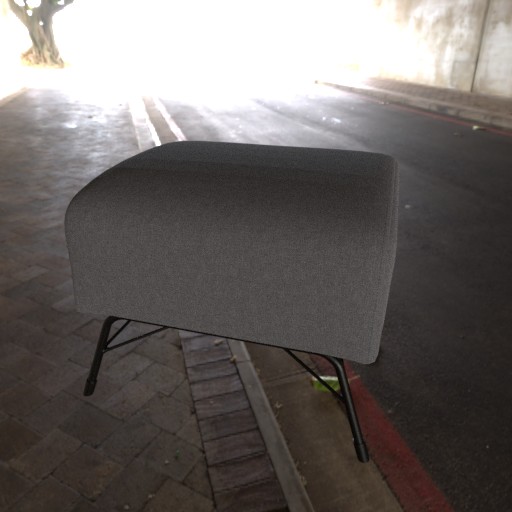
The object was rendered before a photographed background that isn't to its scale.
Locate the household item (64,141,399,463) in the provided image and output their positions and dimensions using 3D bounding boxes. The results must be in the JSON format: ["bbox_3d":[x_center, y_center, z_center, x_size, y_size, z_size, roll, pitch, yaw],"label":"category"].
[{"bbox_3d":[0.000,0.000,0.905,0.530,0.410,0.530,7,27,15],"label":"household item"}]
